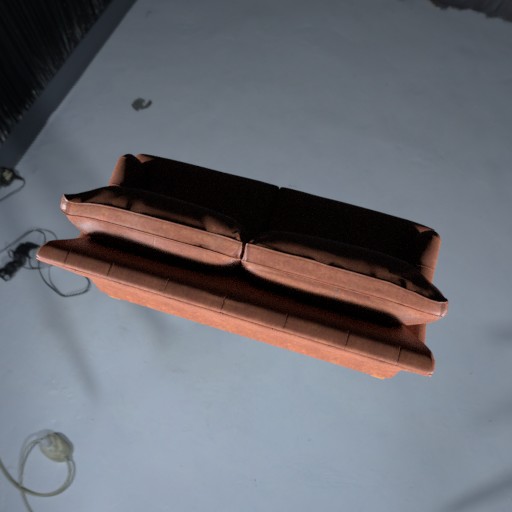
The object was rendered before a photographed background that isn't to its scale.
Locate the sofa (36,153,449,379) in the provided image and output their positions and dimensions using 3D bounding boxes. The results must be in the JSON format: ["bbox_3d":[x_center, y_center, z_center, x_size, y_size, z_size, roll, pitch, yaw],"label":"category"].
[{"bbox_3d":[0.000,0.000,2.775,2.144,1.071,1.147,15,64,8],"label":"sofa"}]
